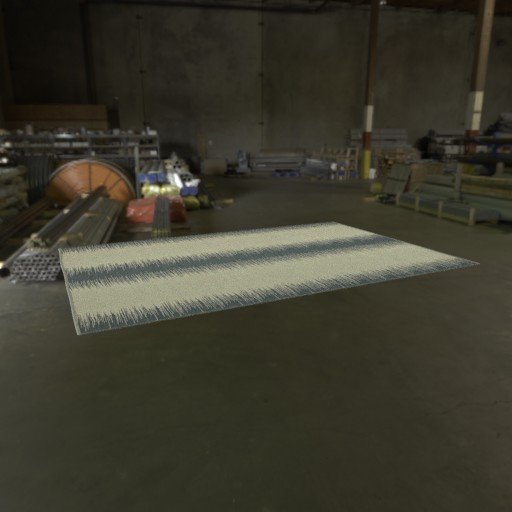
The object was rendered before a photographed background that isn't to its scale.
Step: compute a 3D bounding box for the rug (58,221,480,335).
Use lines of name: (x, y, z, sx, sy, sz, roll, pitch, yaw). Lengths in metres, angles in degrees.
rug: (0.000, 0.000, 2.316, 1.854, 0.006, 1.234, -7, 17, -25)
